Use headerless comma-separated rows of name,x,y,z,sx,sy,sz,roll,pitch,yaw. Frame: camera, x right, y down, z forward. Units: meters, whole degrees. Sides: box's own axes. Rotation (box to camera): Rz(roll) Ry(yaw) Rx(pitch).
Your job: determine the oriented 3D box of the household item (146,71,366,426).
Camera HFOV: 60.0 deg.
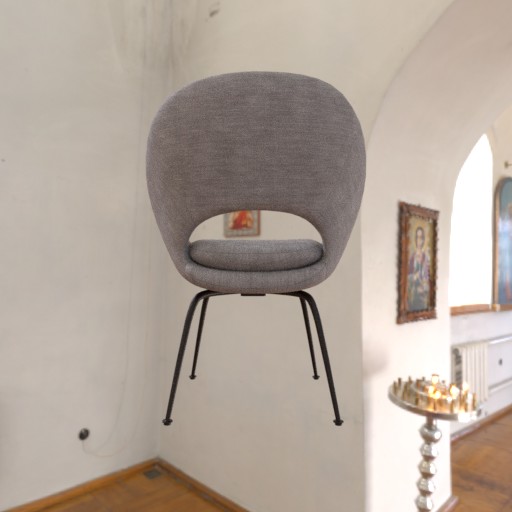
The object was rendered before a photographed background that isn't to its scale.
household item,0.000,0.000,1.313,0.643,0.869,0.587,0,-1,0
